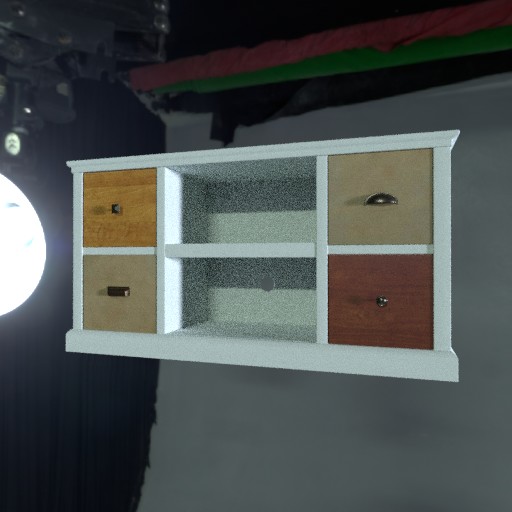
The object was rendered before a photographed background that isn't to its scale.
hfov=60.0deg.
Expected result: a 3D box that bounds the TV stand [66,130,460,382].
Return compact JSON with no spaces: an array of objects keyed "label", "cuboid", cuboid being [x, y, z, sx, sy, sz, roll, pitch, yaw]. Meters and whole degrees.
[{"label":"TV stand","cuboid":[0.000,0.000,1.467,1.187,0.624,0.424,0,0,18]}]
